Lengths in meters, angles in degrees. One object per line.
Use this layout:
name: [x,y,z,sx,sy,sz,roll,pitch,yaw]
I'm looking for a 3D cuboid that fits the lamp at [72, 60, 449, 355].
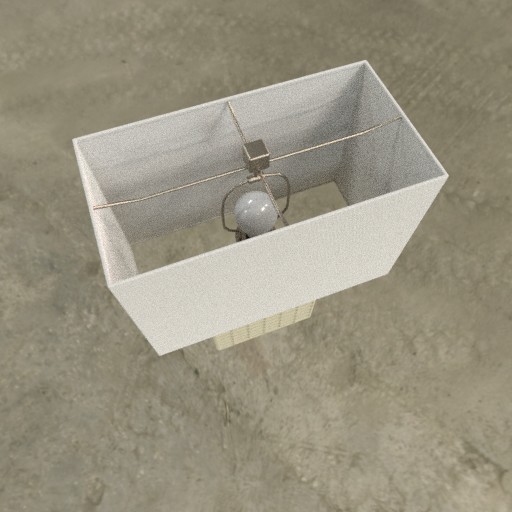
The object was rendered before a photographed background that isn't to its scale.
lamp: [0.000,0.000,0.717,0.380,0.515,0.200,-18,64,-9]
